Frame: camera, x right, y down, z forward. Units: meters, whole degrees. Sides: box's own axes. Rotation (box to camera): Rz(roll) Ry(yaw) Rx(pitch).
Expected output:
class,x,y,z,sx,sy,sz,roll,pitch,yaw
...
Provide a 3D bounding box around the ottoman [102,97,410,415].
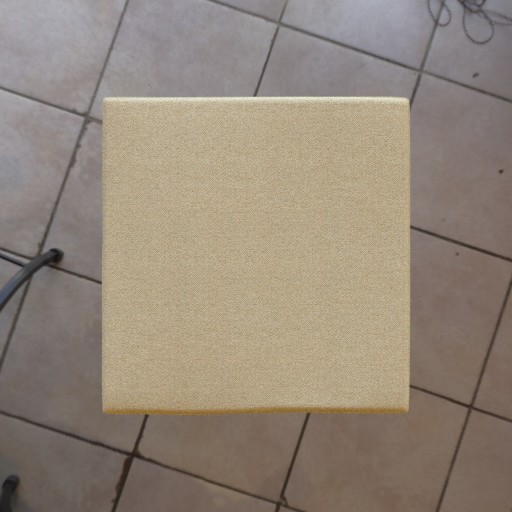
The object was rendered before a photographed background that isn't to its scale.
class,x,y,z,sx,sy,sz,roll,pitch,yaw
ottoman,0.000,0.000,1.540,0.968,0.379,1.004,0,90,0
